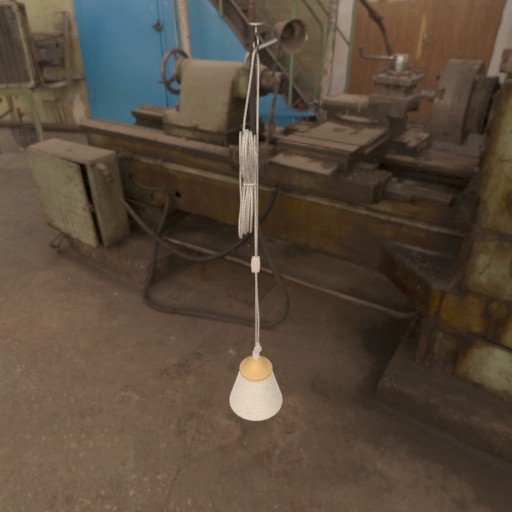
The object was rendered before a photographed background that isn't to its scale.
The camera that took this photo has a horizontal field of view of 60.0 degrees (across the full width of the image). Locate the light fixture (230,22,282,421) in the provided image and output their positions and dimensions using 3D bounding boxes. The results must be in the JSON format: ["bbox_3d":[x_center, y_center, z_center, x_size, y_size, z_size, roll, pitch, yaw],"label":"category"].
[{"bbox_3d":[0.000,0.000,1.036,0.153,0.966,0.153,8,32,13],"label":"light fixture"}]
